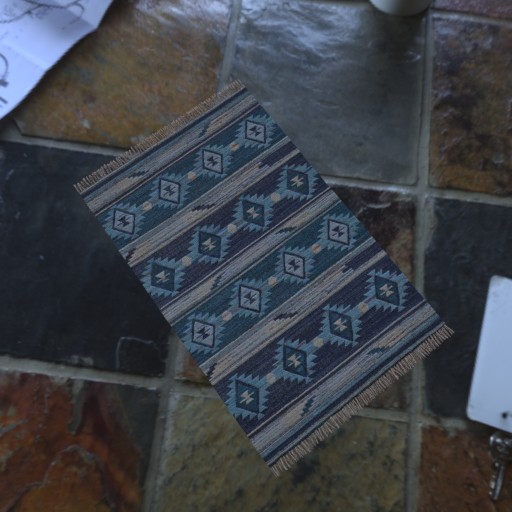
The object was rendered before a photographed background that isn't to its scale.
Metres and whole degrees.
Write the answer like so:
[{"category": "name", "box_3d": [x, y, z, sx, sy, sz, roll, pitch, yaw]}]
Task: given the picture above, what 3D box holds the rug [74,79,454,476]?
[{"category": "rug", "box_3d": [0.000, 0.000, 2.440, 1.181, 0.028, 1.936, -36, 78, -8]}]
